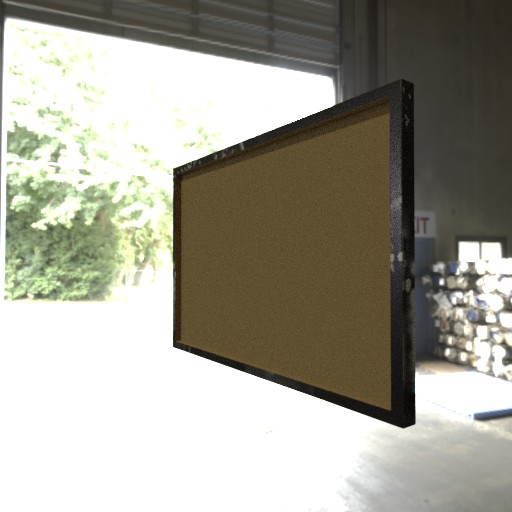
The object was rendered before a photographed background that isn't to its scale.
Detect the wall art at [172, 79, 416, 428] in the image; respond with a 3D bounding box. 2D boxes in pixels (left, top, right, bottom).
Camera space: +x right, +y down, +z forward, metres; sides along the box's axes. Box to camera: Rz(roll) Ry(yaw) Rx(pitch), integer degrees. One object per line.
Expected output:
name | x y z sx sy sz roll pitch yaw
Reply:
wall art | 0.000 0.000 1.148 0.038 0.609 0.914 1 -1 -36
